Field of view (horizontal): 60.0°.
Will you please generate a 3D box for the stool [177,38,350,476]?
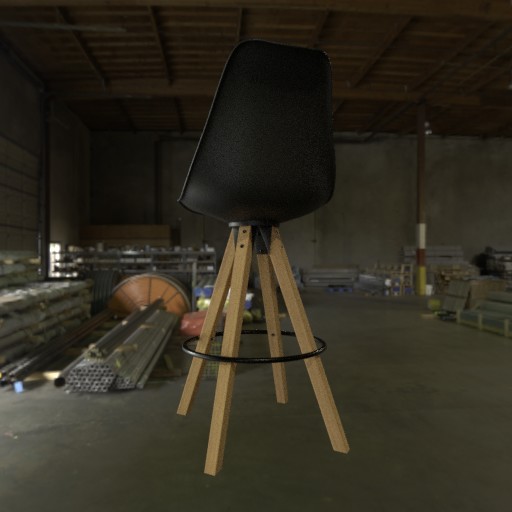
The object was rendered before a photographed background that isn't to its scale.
[{"bbox_3d":[0.000,0.000,1.405,0.485,1.115,0.550,0,0,-19],"label":"stool"}]
